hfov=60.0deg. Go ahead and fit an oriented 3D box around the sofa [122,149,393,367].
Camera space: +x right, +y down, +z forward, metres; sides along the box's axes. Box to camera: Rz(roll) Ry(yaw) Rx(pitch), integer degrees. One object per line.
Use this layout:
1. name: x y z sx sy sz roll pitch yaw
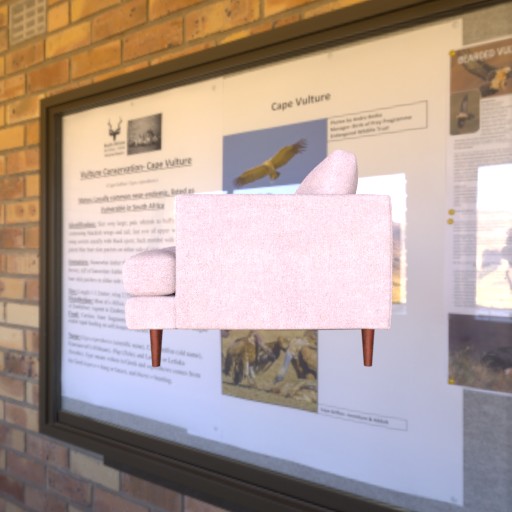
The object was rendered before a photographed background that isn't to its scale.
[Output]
1. sofa: 0.000 0.000 2.772 1.020 0.868 2.250 0 0 0
